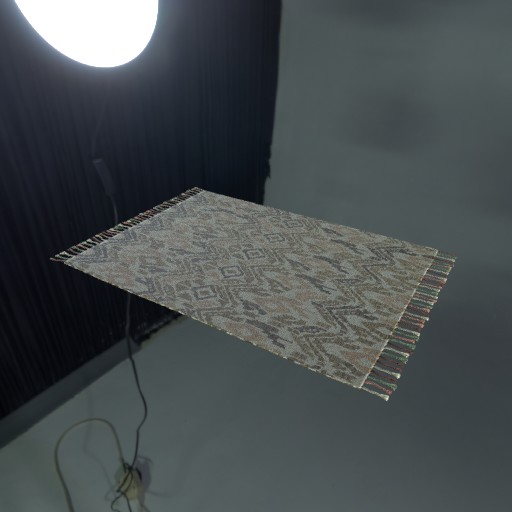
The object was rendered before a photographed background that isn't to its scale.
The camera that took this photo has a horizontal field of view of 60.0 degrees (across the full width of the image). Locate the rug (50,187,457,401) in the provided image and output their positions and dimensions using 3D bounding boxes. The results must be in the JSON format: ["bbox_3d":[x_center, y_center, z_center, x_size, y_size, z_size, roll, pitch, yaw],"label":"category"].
[{"bbox_3d":[0.000,0.000,2.366,1.829,0.008,1.219,18,34,28],"label":"rug"}]
